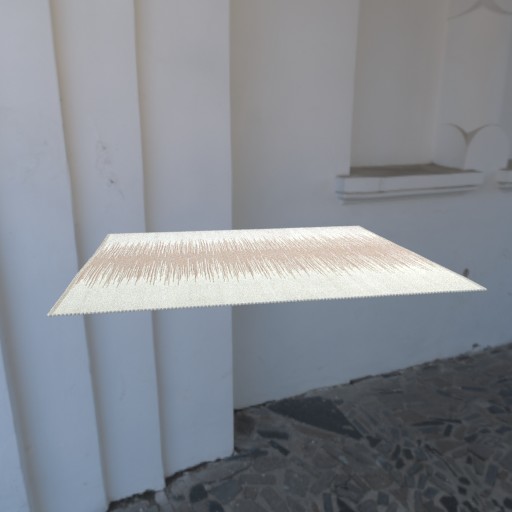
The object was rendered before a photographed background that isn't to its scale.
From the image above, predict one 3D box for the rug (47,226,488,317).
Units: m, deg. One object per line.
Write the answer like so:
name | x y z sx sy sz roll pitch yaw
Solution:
rug | 0.000 0.000 4.152 3.048 0.013 2.438 -2 15 -9
